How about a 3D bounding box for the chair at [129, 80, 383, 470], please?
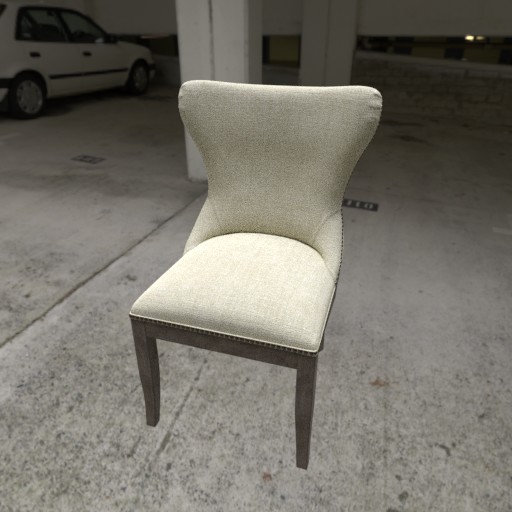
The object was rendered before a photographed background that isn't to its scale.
[{"bbox_3d":[0.000,0.000,1.429,0.654,1.002,0.681,9,29,16],"label":"chair"}]
